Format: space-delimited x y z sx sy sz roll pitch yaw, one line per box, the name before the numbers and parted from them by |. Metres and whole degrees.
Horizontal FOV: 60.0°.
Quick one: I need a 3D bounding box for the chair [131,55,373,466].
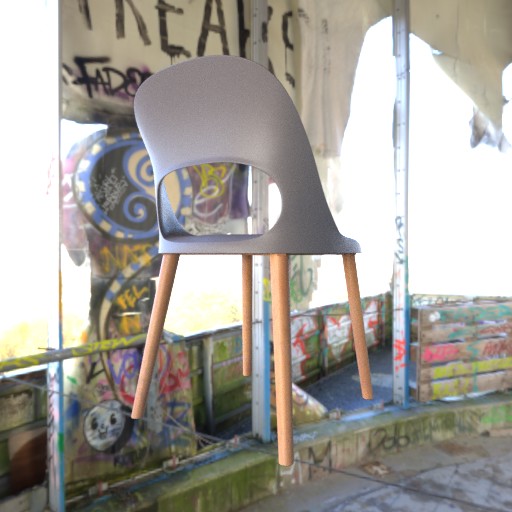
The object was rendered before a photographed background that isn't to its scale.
chair | 0.000 0.000 1.137 0.470 0.795 0.556 0 0 34
